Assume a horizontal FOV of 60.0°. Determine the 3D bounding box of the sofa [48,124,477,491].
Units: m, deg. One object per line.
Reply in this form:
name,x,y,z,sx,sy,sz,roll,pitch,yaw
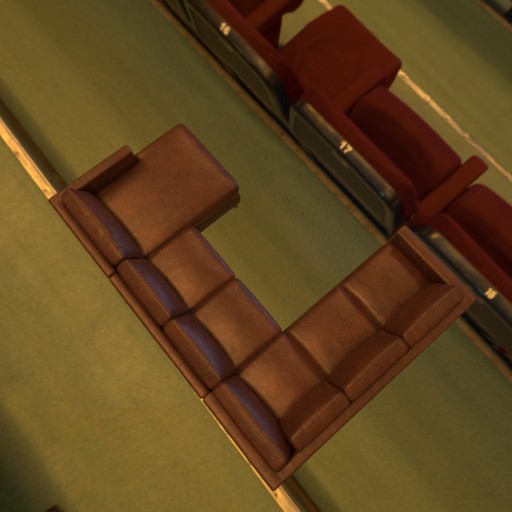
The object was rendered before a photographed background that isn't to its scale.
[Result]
sofa,0.000,0.000,4.399,2.452,0.891,3.324,-39,78,-10
